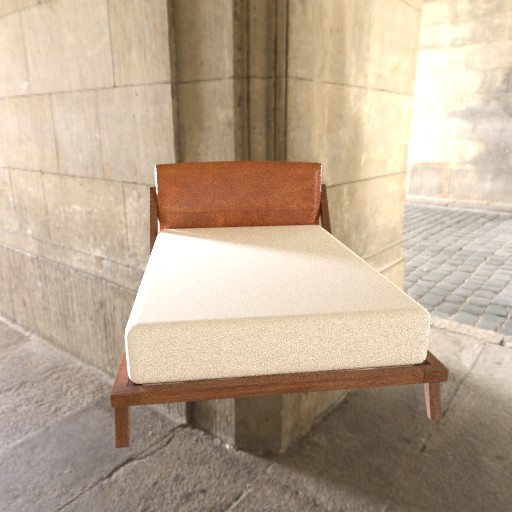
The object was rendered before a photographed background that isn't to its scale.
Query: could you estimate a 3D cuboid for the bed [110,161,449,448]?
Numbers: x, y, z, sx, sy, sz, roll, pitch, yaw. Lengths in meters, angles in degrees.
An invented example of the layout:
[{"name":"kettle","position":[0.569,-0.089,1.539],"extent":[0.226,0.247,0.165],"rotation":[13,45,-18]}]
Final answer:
[{"name":"bed","position":[0.000,0.000,3.142],"extent":[1.651,1.168,2.311],"rotation":[-2,16,-7]}]
